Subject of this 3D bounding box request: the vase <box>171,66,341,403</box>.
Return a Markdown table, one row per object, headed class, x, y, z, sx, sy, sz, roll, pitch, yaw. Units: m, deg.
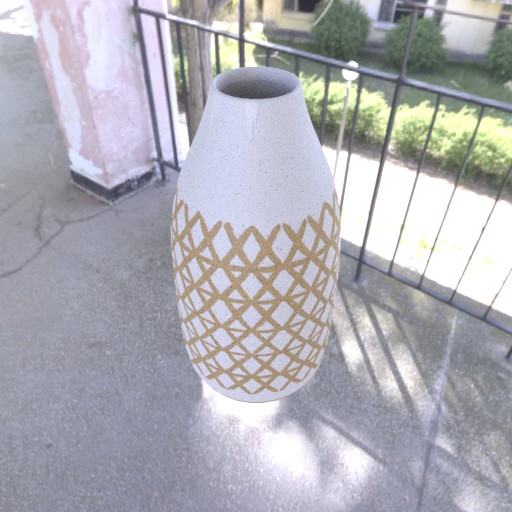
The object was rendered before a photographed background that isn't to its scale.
| class | x | y | z | sx | sy | sz | roll | pitch | yaw |
| --- | --- | --- | --- | --- | --- | --- | --- | --- | --- |
| vase | 0.000 | 0.000 | 0.487 | 0.186 | 0.380 | 0.186 | 0 | 42 | 0 |
